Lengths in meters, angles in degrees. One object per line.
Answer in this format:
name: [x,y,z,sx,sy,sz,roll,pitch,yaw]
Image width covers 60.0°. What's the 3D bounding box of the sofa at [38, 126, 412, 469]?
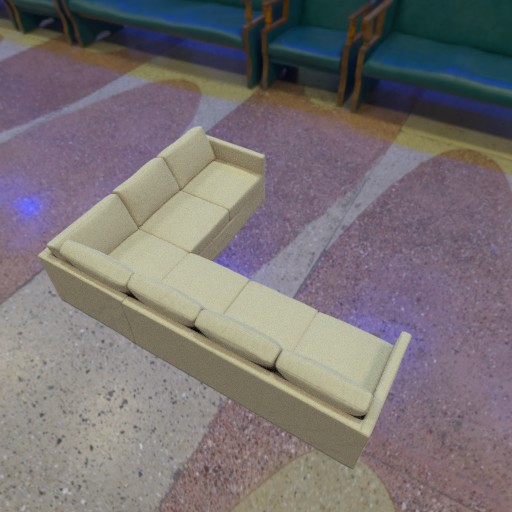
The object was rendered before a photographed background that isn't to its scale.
sofa: [0.000,0.000,4.324,3.182,0.871,2.432,24,52,20]
